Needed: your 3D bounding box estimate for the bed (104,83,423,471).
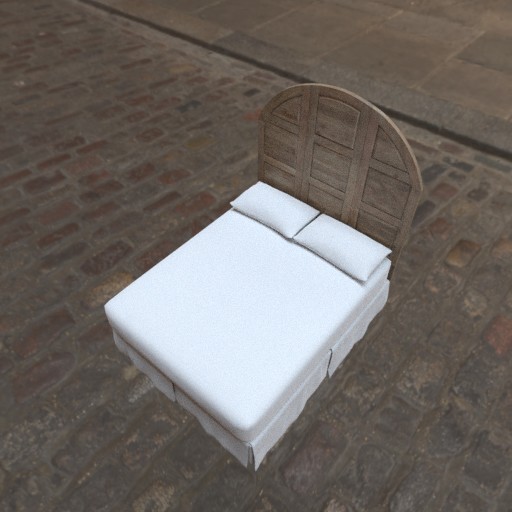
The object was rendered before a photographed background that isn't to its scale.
[{"bbox_3d":[0.000,0.000,3.539,1.713,2.002,2.112,32,55,26],"label":"bed"}]
